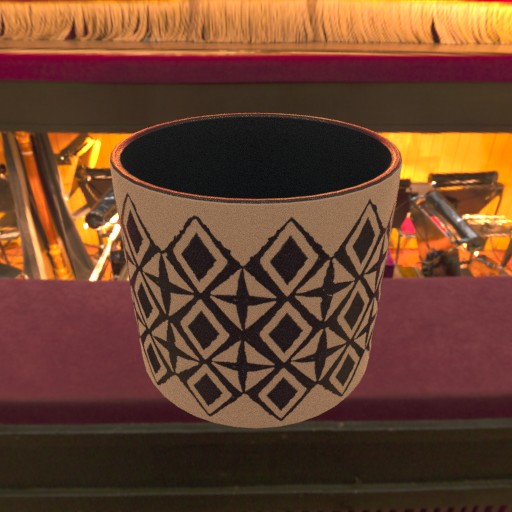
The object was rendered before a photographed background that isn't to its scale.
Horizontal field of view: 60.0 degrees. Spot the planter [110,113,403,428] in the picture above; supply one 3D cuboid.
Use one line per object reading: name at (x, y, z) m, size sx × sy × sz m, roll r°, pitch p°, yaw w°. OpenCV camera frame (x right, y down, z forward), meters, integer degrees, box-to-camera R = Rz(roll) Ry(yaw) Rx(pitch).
planter at (0.000, 0.000, 0.284) m, size 0.159 × 0.144 × 0.159 m, roll 0°, pitch 31°, yaw 0°
